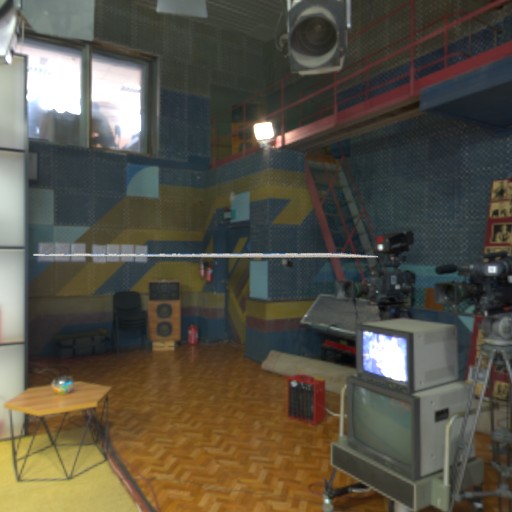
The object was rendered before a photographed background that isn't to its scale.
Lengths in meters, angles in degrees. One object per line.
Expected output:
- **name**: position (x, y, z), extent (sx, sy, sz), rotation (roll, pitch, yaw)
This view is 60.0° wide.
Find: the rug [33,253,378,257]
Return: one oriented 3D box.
- **rug**: position (0.000, 0.000, 3.119), extent (1.520, 0.011, 2.447), rotation (0, 0, 19)
